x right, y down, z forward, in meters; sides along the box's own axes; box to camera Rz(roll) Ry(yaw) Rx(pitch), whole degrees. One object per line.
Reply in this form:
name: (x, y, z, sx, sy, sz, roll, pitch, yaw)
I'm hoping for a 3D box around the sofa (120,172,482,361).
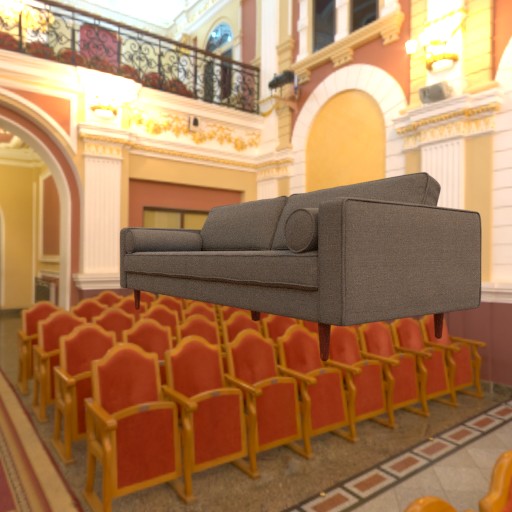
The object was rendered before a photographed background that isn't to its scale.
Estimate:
sofa: (0.000, 0.000, 2.592, 0.914, 0.762, 2.198, 0, 0, -36)
